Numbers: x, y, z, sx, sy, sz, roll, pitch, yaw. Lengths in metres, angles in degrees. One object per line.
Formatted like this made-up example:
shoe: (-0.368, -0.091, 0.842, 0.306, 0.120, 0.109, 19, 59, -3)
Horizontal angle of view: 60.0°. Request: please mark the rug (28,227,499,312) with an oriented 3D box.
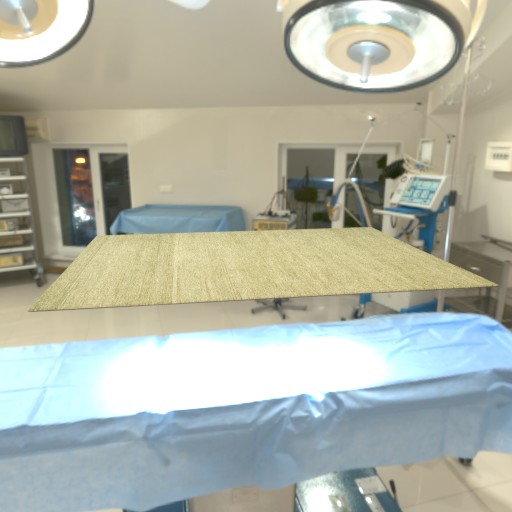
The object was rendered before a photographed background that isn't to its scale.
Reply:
rug: (0.000, 0.000, 2.866, 2.270, 0.017, 1.606, -2, 15, -9)
